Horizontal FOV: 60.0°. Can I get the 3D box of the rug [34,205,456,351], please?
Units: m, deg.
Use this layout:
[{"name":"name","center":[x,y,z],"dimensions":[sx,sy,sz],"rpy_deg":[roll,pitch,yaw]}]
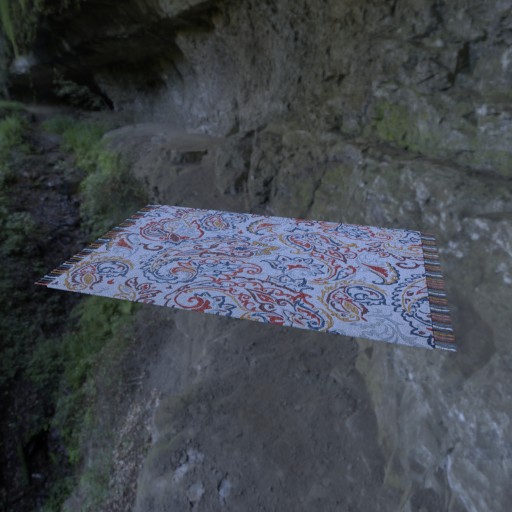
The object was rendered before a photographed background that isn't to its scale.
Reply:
[{"name":"rug","center":[0.000,0.000,2.513],"dimensions":[1.997,0.010,1.218],"rpy_deg":[7,27,14]}]
